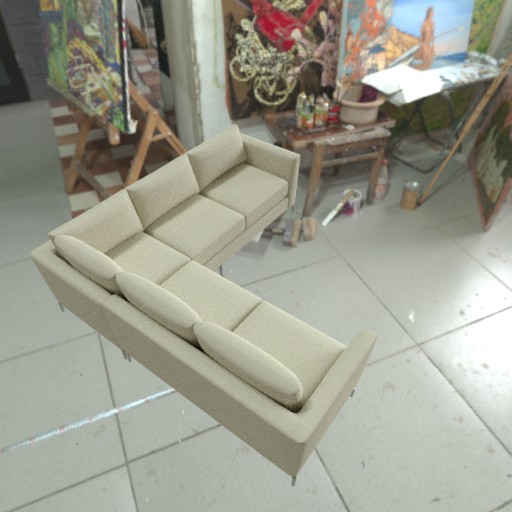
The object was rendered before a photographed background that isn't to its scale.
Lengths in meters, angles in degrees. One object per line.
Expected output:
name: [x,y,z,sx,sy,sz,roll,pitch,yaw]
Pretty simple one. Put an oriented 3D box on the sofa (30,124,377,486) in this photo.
sofa: [0.000,0.000,3.651,2.430,0.867,2.448,27,49,26]
